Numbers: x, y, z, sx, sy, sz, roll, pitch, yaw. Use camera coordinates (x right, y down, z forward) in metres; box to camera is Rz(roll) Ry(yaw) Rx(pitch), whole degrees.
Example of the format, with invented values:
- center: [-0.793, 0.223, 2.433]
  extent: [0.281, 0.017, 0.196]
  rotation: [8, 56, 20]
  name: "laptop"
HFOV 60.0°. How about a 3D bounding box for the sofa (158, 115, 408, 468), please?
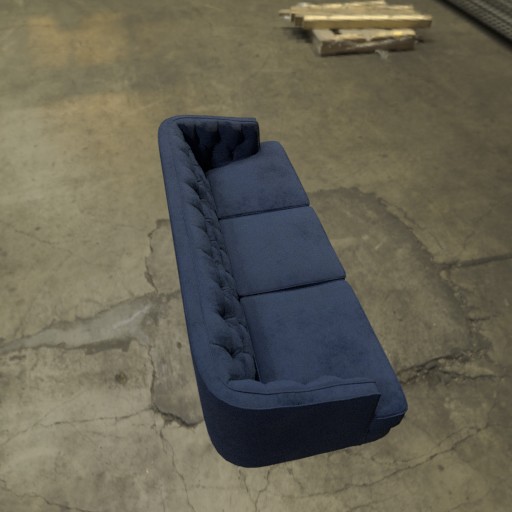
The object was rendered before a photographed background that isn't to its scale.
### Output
- center: [0.000, 0.000, 2.701]
  extent: [0.941, 0.855, 2.278]
  rotation: [-10, 48, -9]
  name: "sofa"
